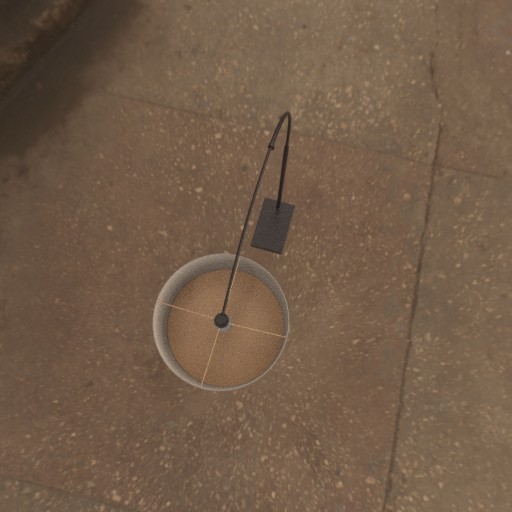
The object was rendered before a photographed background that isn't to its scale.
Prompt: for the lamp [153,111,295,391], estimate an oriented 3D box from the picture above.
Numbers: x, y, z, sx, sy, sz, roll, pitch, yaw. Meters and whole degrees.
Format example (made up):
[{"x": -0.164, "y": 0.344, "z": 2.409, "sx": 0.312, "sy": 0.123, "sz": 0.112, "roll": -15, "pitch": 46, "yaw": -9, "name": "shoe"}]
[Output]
[{"x": 0.000, "y": 0.000, "z": 2.525, "sx": 0.493, "sy": 1.927, "sz": 1.424, "roll": 15, "pitch": 76, "yaw": 4, "name": "lamp"}]
